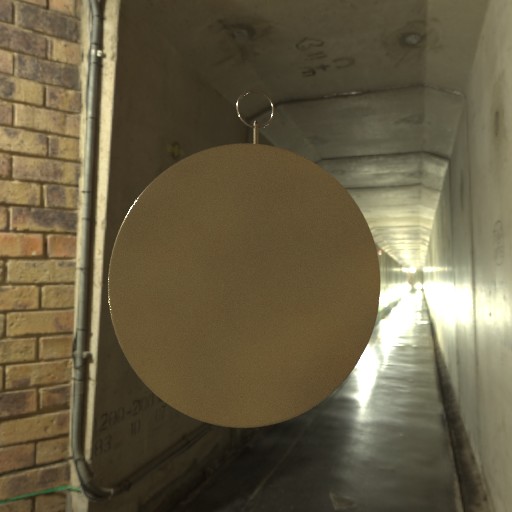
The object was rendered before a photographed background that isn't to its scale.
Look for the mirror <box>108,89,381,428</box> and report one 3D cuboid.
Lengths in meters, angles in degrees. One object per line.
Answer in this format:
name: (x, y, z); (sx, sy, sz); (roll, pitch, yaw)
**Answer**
mirror: (0.000, 0.000, 0.941); (0.594, 0.713, 0.020); (1, -2, -17)
